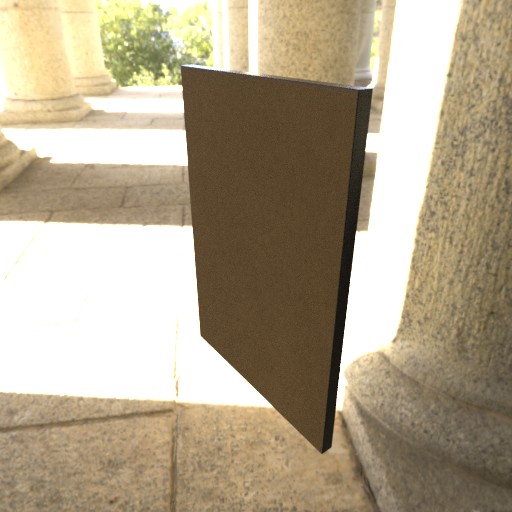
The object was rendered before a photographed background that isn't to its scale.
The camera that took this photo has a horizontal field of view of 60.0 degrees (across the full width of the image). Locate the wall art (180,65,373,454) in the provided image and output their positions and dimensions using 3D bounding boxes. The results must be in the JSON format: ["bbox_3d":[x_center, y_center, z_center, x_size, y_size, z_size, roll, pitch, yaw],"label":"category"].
[{"bbox_3d":[0.000,0.000,0.597,0.019,0.455,0.314,-19,33,-32],"label":"wall art"}]
